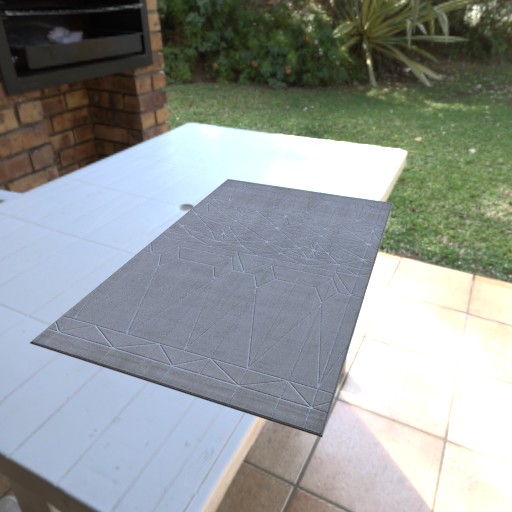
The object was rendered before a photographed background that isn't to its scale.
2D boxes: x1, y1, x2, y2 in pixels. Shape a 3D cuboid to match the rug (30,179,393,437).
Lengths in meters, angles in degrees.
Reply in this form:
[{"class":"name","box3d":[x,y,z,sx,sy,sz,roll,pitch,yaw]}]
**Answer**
[{"class":"rug","box3d":[0.000,0.000,2.994,1.524,0.012,2.438,11,33,18]}]
